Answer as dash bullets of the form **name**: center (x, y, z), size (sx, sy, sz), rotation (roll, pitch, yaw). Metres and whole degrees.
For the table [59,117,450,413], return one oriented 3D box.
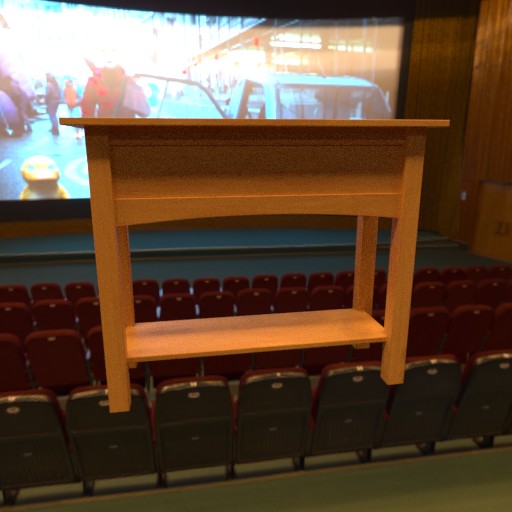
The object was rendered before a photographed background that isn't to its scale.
- **table**: center (0.000, 0.000, 1.254), size (0.900, 0.728, 0.340), rotation (-3, 14, -10)
